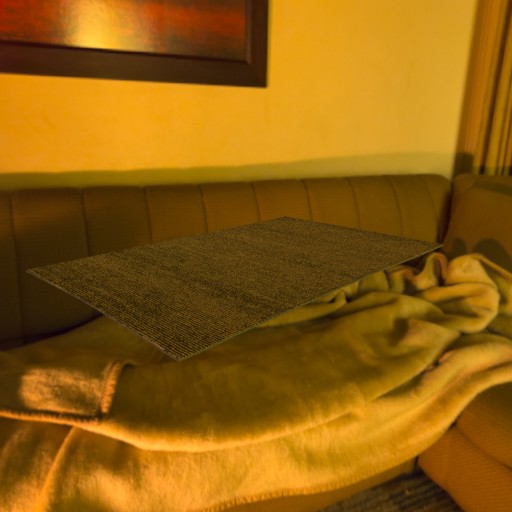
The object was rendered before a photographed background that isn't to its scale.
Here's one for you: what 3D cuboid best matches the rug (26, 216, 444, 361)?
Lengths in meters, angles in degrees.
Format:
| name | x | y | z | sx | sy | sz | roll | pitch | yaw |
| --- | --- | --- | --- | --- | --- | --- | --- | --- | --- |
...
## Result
| name | x | y | z | sx | sy | sz | roll | pitch | yaw |
| --- | --- | --- | --- | --- | --- | --- | --- | --- | --- |
| rug | 0.000 | 0.000 | 2.203 | 1.145 | 0.021 | 1.777 | 15 | 22 | 43 |
